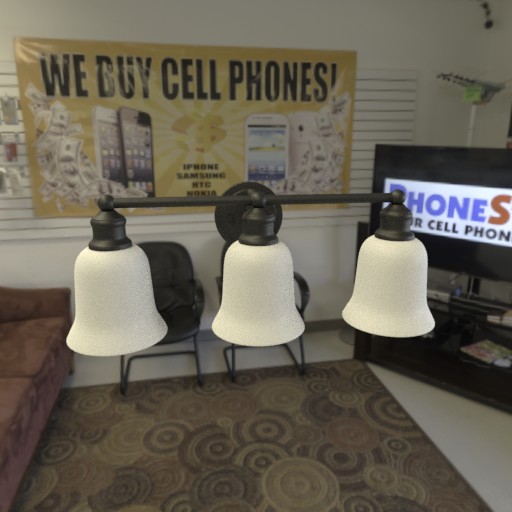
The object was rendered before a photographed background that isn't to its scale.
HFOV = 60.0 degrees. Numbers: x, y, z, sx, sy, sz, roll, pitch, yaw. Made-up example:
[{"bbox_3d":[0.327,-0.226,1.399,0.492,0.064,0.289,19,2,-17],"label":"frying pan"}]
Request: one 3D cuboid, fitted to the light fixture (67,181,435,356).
[{"bbox_3d":[0.000,0.000,0.692,0.570,0.211,0.198,-2,16,-8],"label":"light fixture"}]
